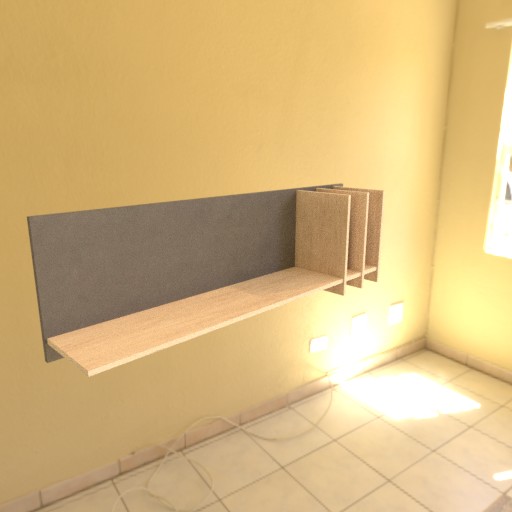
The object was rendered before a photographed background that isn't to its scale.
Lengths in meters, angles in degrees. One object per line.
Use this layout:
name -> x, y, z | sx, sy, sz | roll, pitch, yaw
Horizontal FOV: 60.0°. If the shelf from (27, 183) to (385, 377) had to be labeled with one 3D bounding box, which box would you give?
shelf -> 0.000, 0.000, 1.151 | 1.020, 0.300, 0.200 | -14, 20, -43
